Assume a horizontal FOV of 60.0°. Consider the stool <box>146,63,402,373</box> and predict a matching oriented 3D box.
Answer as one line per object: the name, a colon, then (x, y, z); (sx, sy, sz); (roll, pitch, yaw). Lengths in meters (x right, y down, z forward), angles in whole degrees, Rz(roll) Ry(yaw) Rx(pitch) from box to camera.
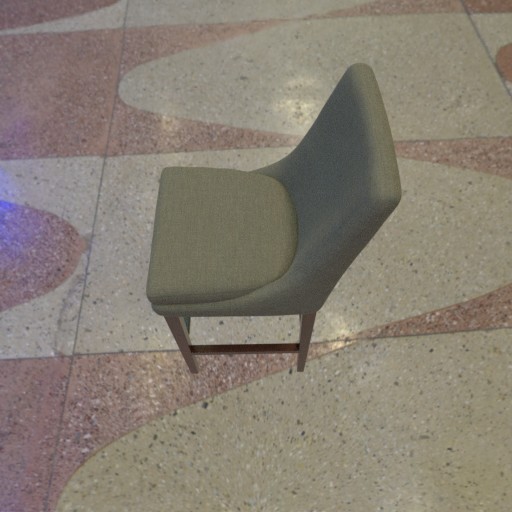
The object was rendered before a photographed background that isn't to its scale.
stool: (0.000, 0.000, 1.382); (0.577, 1.078, 0.470); (-1, 59, 0)
